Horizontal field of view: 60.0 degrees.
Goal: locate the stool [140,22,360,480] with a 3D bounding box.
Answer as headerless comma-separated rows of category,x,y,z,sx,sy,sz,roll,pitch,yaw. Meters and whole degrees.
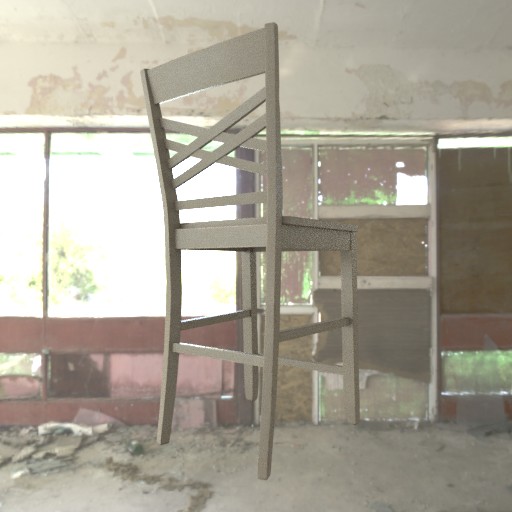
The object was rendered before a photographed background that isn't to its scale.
stool,0.000,0.000,1.355,0.462,1.079,0.539,0,-1,35
